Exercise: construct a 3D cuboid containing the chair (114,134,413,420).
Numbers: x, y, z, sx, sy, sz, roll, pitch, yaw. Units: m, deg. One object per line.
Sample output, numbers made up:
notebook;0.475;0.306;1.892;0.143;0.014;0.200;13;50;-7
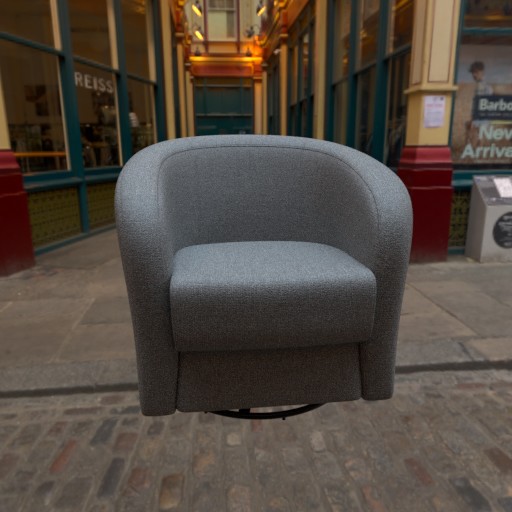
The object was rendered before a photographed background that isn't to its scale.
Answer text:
chair;0.000;0.000;1.440;0.791;0.771;0.815;-2;15;-7
